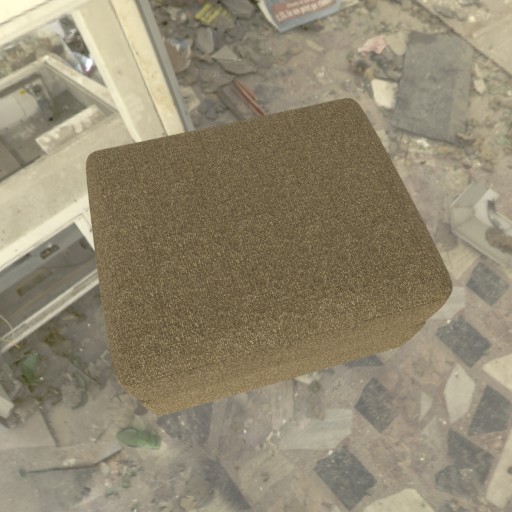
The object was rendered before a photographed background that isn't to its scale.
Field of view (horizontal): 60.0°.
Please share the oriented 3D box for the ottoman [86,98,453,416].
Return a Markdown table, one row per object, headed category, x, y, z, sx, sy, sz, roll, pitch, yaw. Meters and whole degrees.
| category | x | y | z | sx | sy | sz | roll | pitch | yaw |
| --- | --- | --- | --- | --- | --- | --- | --- | --- | --- |
| ottoman | 0.000 | 0.000 | 1.158 | 0.742 | 0.476 | 0.598 | -14 | 64 | -7 |
